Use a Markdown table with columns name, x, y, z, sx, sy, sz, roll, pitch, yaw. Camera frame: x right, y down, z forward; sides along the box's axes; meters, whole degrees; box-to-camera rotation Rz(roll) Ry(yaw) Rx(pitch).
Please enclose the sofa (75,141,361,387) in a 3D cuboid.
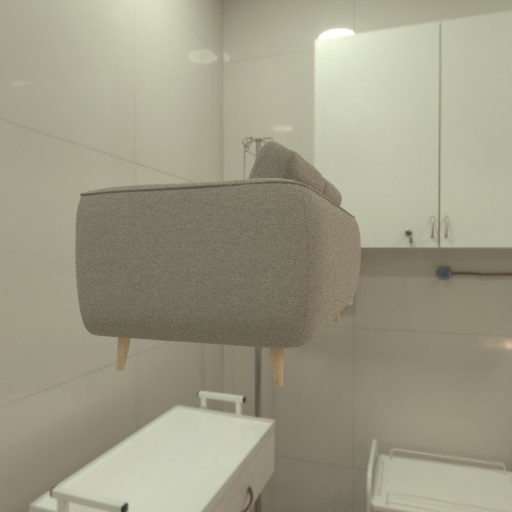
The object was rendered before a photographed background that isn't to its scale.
| name | x | y | z | sx | sy | sz | roll | pitch | yaw |
| --- | --- | --- | --- | --- | --- | --- | --- | --- | --- |
| sofa | 0.000 | 0.000 | 2.232 | 0.920 | 0.850 | 1.700 | 0 | 1 | 18 |
